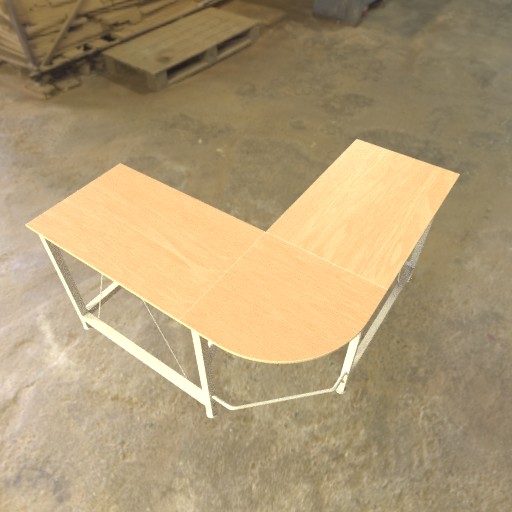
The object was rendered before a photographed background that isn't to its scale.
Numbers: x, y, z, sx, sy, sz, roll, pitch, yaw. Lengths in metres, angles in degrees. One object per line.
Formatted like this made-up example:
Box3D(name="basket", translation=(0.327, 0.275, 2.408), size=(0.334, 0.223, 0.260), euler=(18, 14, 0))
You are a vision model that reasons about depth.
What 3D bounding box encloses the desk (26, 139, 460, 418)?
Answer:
Box3D(name="desk", translation=(0.000, 0.000, 2.271), size=(1.400, 0.762, 1.400), euler=(27, 52, 23))
